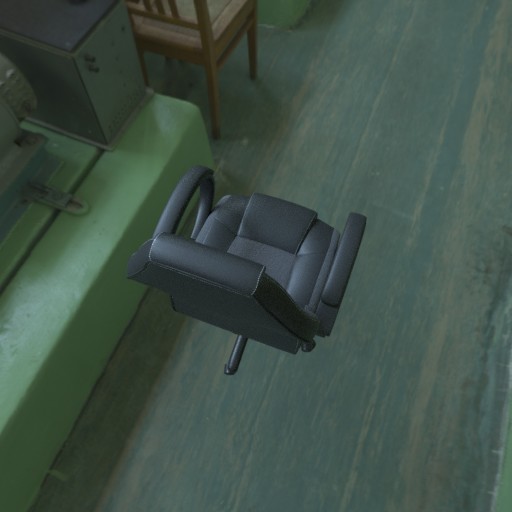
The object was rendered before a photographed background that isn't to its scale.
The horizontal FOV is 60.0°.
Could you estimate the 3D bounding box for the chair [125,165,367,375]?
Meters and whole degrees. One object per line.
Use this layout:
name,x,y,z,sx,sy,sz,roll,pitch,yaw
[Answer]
chair,0.000,0.000,1.619,0.673,1.187,0.724,18,65,9
